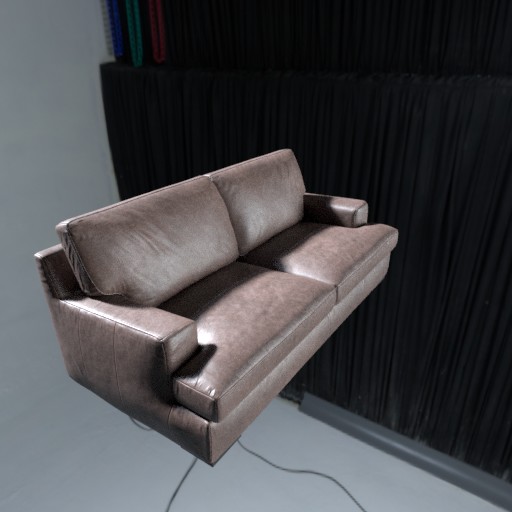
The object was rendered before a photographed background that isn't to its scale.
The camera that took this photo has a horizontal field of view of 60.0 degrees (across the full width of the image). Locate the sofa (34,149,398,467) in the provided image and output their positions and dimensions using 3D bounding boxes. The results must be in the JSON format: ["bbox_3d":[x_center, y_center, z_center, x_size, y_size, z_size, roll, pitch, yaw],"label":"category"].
[{"bbox_3d":[0.000,0.000,2.787,1.143,0.941,2.261,16,30,31],"label":"sofa"}]
